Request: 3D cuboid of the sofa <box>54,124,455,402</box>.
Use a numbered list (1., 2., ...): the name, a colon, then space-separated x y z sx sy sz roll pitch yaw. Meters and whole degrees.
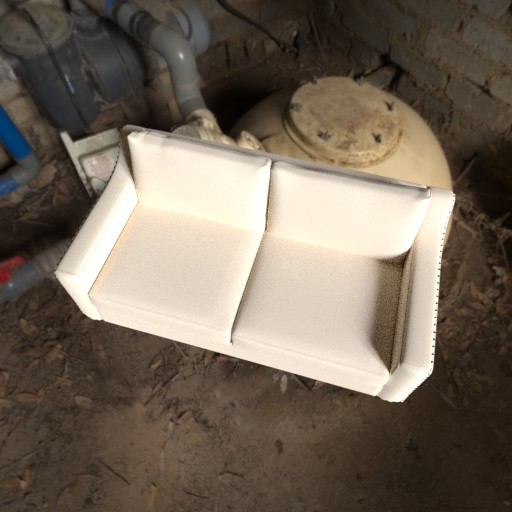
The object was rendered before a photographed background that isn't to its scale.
1. sofa: 0.000 0.000 2.337 1.812 0.830 0.949 14 59 8
